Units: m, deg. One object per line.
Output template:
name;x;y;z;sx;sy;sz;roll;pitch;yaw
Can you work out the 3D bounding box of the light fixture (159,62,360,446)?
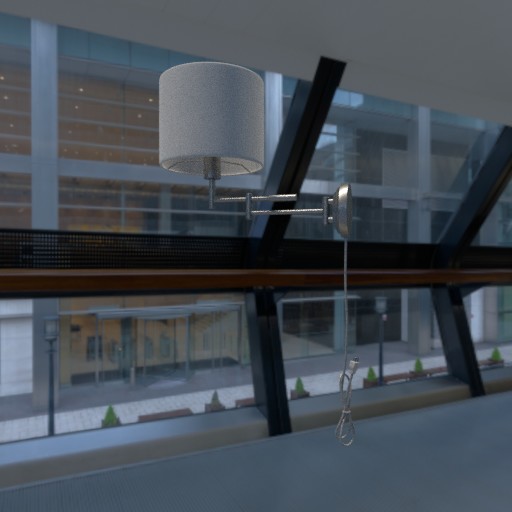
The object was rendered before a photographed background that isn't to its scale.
light fixture;0.000;0.000;1.052;0.479;0.842;0.253;0;0;18
